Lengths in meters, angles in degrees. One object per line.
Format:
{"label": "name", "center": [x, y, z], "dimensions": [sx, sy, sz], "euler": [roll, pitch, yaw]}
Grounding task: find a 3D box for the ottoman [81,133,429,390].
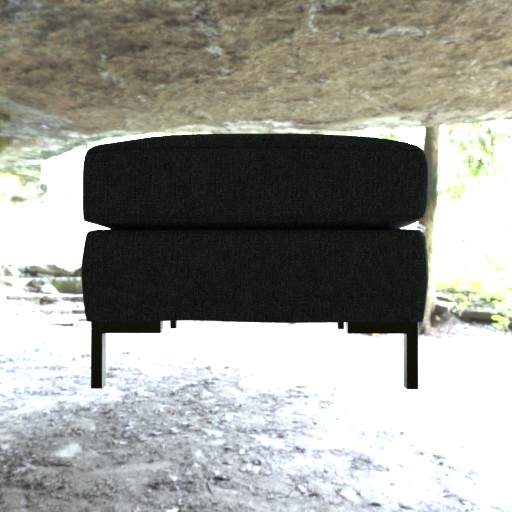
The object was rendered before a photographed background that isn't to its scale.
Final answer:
{"label": "ottoman", "center": [0.000, 0.000, 1.271], "dimensions": [0.695, 0.533, 0.831], "euler": [0, -1, 1]}
